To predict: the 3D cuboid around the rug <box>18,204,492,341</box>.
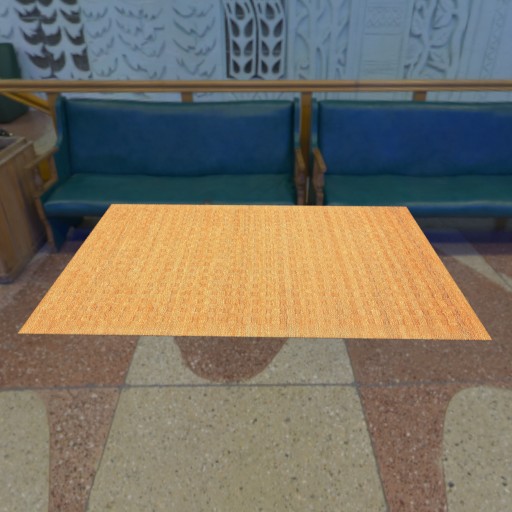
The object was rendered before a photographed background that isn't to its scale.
[{"bbox_3d":[0.000,0.000,2.790,2.285,0.006,1.524,1,31,1],"label":"rug"}]
